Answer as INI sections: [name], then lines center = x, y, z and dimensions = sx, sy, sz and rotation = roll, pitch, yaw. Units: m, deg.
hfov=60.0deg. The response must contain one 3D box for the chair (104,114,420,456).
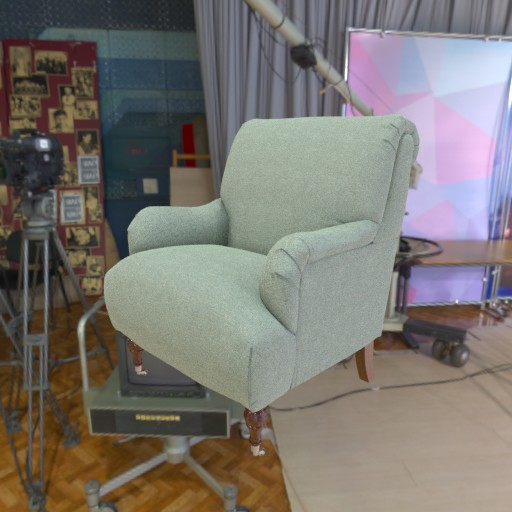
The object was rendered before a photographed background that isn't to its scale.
[chair]
center = 0.000, 0.000, 1.933
dimensions = 0.964, 1.178, 1.060
rotation = 15, 21, 43
